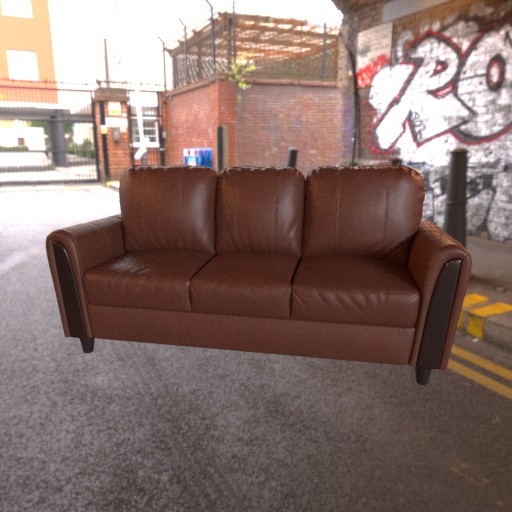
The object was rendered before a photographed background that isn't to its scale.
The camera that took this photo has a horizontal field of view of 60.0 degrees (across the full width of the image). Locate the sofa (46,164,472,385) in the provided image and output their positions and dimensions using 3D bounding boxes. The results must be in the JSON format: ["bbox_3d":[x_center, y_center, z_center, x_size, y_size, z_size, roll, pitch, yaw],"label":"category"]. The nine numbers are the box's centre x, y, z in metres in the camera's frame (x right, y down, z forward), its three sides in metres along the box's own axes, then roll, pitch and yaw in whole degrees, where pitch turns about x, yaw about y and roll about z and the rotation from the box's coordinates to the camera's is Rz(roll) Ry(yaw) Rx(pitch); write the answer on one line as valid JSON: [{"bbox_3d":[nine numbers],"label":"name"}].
[{"bbox_3d":[0.000,0.000,2.277,1.862,0.915,0.802,3,14,11],"label":"sofa"}]
